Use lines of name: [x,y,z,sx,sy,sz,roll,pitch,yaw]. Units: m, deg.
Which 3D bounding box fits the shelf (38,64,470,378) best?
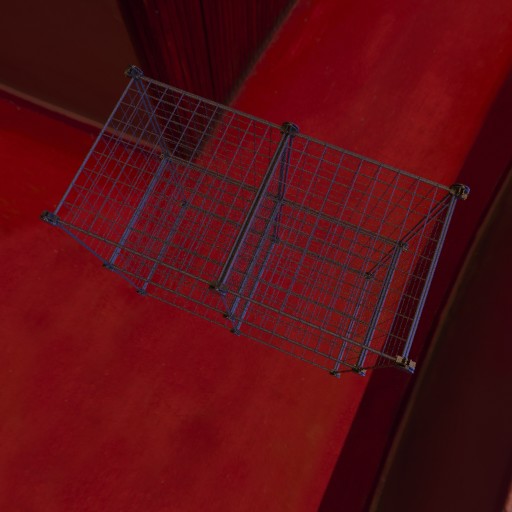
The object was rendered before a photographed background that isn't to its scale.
shelf: [0.000,0.000,1.145,0.711,0.711,0.356,22,75,6]
